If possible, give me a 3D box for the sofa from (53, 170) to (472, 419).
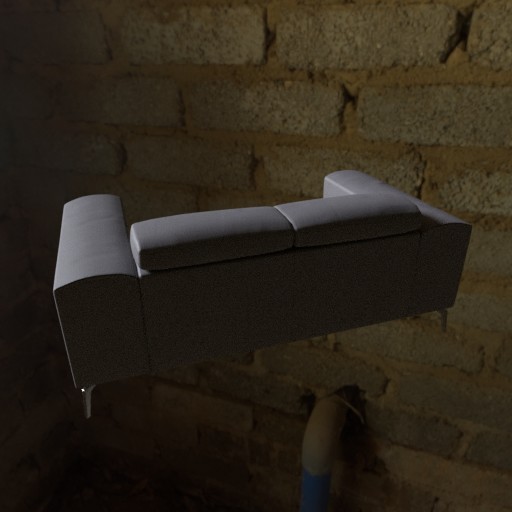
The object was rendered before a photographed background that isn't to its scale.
[{"bbox_3d":[0.000,0.000,2.364,1.895,0.779,1.003,-9,28,-17],"label":"sofa"}]
